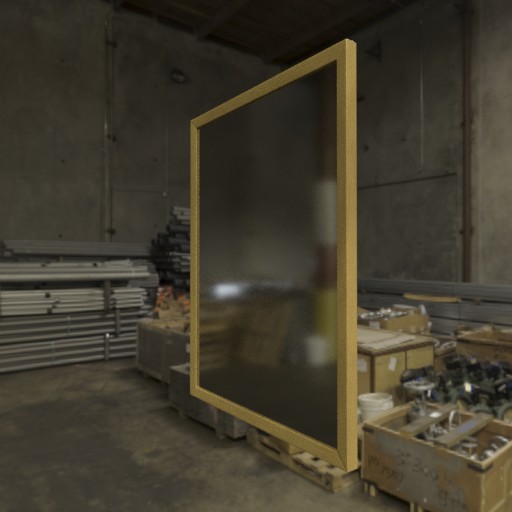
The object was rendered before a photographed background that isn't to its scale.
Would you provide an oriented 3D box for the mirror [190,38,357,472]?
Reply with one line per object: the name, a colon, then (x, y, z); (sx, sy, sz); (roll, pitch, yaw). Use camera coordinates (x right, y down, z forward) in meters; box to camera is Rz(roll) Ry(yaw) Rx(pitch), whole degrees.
mirror: (0.000, 0.000, 1.354); (0.040, 1.016, 0.762); (1, -1, -37)
